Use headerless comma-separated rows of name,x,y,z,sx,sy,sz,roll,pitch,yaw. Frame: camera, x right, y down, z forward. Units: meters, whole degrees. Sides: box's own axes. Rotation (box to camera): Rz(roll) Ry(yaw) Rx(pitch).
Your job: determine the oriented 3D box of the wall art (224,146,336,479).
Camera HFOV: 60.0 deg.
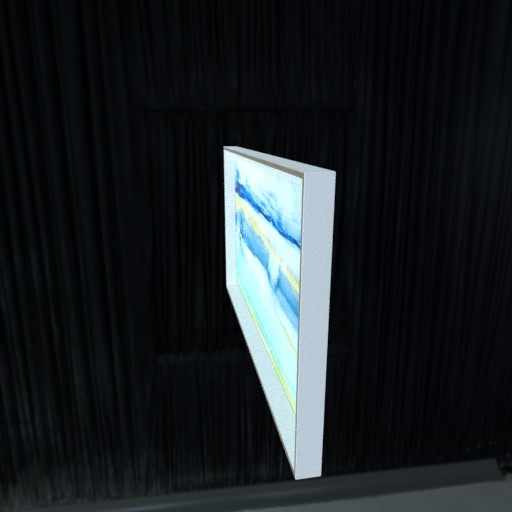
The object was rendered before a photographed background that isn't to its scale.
wall art,0.000,0.000,0.957,0.038,0.431,0.812,-3,16,-10
